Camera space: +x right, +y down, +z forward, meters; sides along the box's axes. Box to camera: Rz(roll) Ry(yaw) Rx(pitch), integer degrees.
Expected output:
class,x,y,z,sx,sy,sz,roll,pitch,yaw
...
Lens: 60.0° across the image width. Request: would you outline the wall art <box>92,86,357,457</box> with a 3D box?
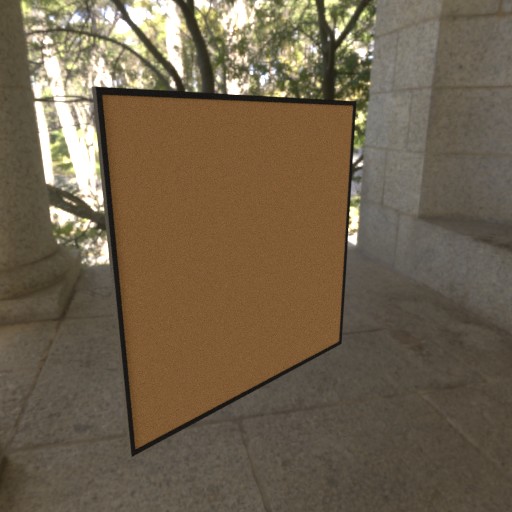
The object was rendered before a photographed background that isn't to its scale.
class,x,y,z,sx,sy,sz,roll,pitch,yaw
wall art,0.000,0.000,0.973,0.664,0.663,0.015,-15,22,-41
